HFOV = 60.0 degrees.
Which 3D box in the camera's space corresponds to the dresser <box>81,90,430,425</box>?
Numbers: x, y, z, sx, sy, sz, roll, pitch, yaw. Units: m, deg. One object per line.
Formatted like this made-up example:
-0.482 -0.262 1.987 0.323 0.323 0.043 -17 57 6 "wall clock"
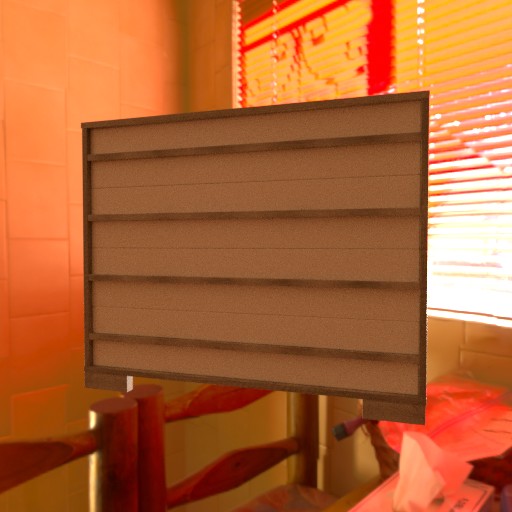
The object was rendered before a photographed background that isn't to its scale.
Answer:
0.000 0.000 1.411 0.994 0.816 0.404 0 2 17 "dresser"
